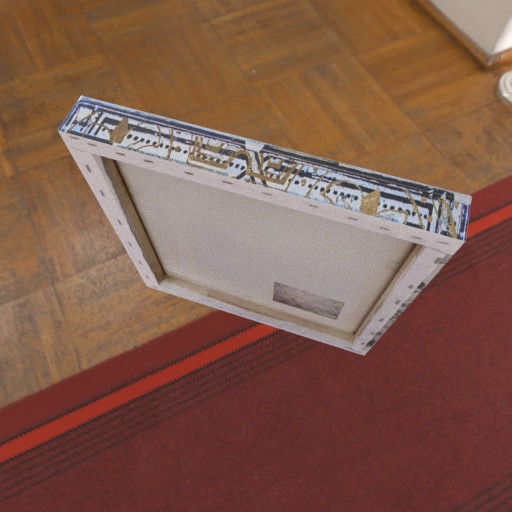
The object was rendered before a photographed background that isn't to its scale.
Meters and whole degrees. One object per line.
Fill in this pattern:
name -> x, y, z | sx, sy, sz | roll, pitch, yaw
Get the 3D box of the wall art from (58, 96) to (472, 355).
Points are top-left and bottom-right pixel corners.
wall art -> 0.000, 0.000, 0.456 | 0.302, 0.306, 0.038 | 17, 65, 8
